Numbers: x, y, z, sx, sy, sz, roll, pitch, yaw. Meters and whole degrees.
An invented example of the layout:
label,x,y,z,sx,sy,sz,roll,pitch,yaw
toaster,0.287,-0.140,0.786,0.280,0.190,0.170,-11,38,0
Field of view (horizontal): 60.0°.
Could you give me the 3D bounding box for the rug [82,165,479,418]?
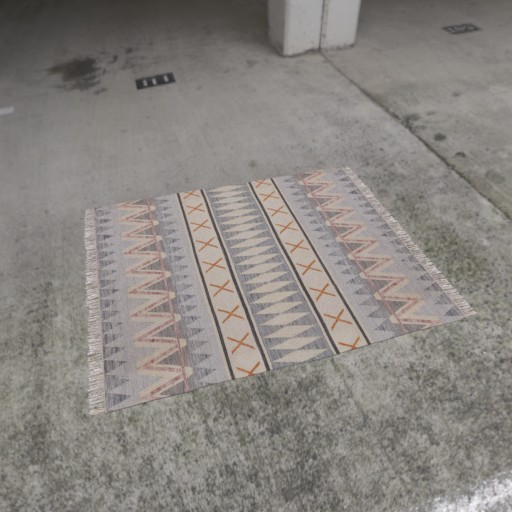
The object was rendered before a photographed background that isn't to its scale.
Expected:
label,x,y,z,sx,sy,sz,roll,pitch,yaw
rug,0.000,0.000,4.012,3.000,0.012,2.371,-12,44,-12
